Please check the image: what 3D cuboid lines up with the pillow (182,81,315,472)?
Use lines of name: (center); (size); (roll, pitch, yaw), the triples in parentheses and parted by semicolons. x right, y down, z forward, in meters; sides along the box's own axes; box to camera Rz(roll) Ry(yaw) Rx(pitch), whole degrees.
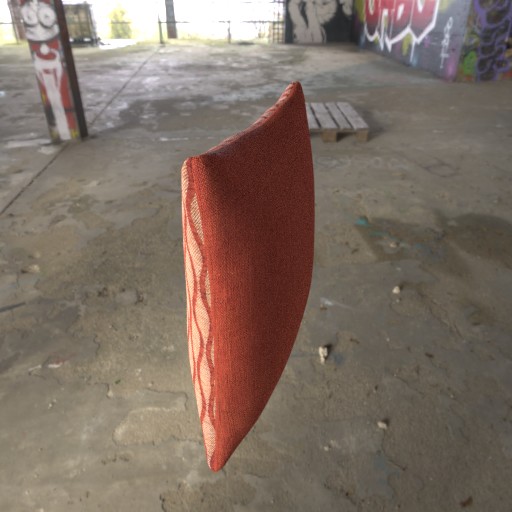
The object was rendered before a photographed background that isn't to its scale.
pillow: (0.000, 0.000, 0.661); (0.159, 0.434, 0.429); (8, 32, 13)
